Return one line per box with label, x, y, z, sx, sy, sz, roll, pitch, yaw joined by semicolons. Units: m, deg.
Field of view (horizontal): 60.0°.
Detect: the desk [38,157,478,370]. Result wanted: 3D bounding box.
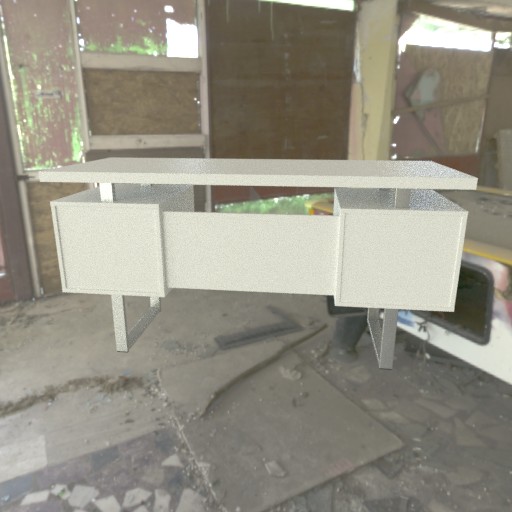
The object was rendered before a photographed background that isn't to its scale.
desk;0.000;0.000;1.926;1.530;0.773;0.603;2;17;7
